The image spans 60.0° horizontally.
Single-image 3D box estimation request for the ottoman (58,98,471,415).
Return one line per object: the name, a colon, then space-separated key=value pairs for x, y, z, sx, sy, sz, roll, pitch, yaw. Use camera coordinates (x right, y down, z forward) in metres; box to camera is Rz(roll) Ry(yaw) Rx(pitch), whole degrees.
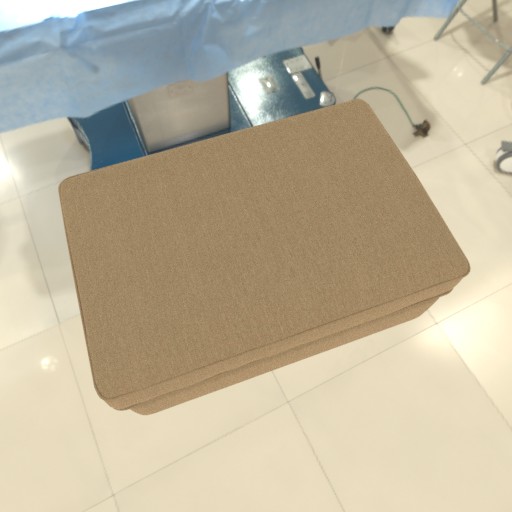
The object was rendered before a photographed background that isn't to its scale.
ottoman: x=0.000 y=0.000 z=1.312 sx=0.945 sy=0.521 sz=0.636 roll=-18 pitch=65 yaw=-8
